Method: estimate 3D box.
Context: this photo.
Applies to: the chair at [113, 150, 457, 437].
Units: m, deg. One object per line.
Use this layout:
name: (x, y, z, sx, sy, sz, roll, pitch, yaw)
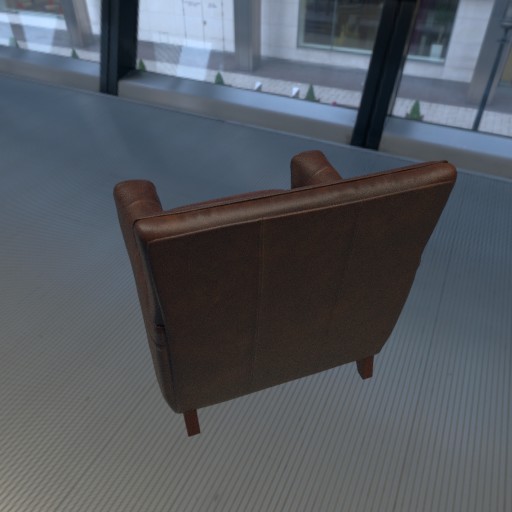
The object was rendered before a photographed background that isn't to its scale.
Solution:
chair: (0.000, 0.000, 1.586, 0.870, 0.943, 0.823, -13, 40, -15)
